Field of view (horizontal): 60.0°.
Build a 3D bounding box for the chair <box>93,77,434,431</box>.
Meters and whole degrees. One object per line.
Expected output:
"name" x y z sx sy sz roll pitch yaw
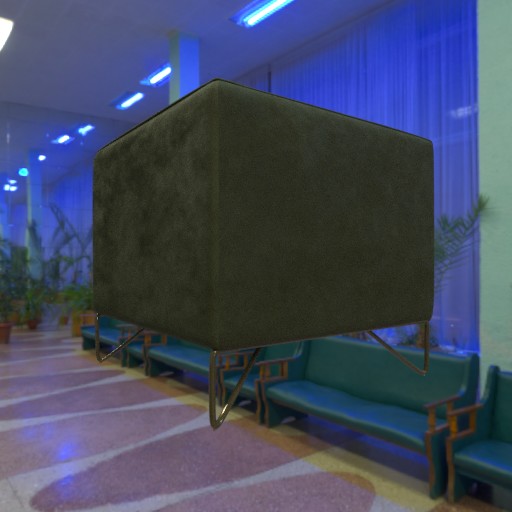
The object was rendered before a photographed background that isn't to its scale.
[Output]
"chair" 0.000 0.000 1.564 0.894 0.790 0.880 0 0 -37
